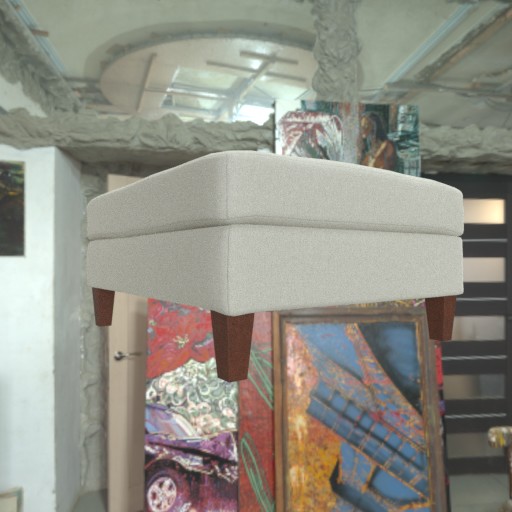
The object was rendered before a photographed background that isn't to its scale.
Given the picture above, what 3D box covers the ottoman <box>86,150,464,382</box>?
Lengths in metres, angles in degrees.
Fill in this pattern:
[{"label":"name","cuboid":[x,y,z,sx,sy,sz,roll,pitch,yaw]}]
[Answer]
[{"label":"ottoman","cuboid":[0.000,0.000,1.439,0.836,0.492,0.976,0,0,-36]}]
